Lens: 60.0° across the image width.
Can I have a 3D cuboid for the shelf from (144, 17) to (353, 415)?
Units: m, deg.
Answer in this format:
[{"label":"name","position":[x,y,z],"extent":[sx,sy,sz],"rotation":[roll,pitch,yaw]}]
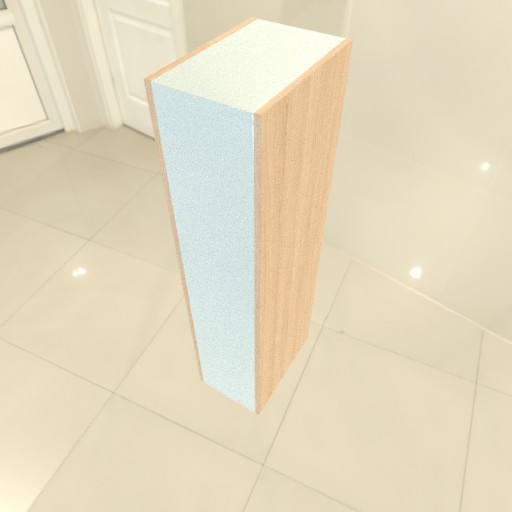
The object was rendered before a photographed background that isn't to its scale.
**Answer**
[{"label":"shelf","position":[0.000,0.000,0.997],"extent":[0.197,0.882,0.290],"rotation":[24,51,21]}]
